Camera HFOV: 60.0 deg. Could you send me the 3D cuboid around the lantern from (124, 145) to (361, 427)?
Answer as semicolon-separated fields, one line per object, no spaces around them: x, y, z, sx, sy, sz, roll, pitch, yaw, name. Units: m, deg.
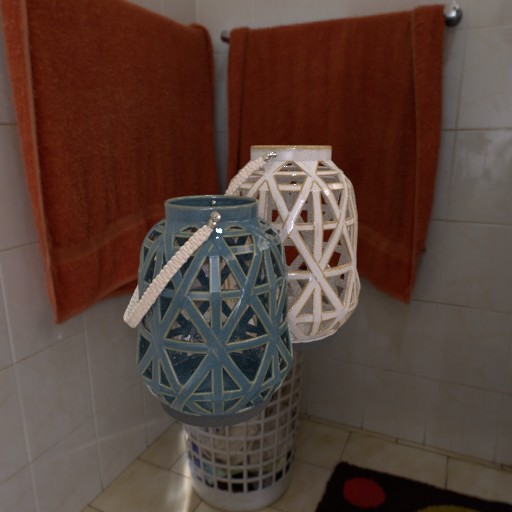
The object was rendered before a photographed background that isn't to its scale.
0.000;0.000;0.639;0.245;0.307;0.439;7;16;26;lantern
